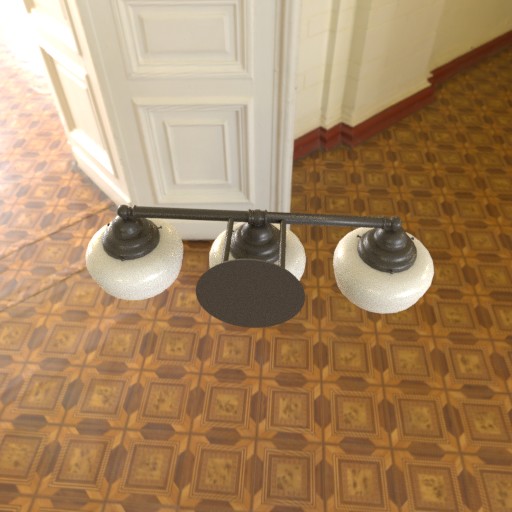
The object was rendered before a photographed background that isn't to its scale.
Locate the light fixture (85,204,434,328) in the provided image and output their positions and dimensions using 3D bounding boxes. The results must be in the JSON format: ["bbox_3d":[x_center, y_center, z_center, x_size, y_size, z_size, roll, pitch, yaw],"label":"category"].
[{"bbox_3d":[0.000,0.000,0.698,0.587,0.242,0.239,3,47,3],"label":"light fixture"}]
